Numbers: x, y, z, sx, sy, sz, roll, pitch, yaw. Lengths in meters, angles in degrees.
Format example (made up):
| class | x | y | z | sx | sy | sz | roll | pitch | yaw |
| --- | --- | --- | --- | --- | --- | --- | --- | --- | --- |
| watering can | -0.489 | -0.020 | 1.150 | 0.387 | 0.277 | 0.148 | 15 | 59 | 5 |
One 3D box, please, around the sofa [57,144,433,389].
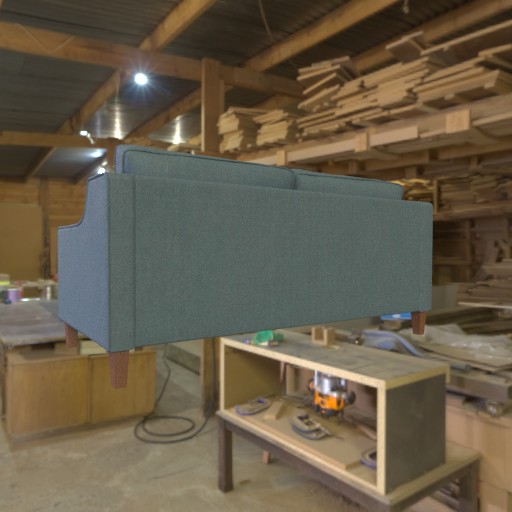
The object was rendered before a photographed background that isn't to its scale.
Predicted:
| class | x | y | z | sx | sy | sz | roll | pitch | yaw |
| --- | --- | --- | --- | --- | --- | --- | --- | --- | --- |
| sofa | 0.000 | 0.000 | 2.830 | 2.178 | 1.071 | 1.066 | -1 | 1 | -34 |
